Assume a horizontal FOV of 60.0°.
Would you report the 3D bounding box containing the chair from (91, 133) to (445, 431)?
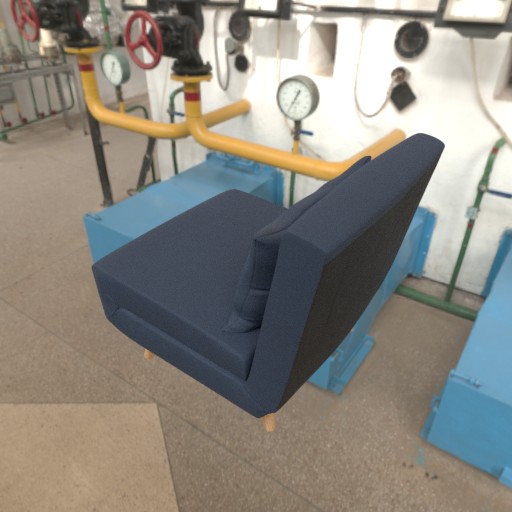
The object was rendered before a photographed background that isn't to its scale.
[{"bbox_3d":[0.000,0.000,1.513,0.900,0.808,0.770,22,39,29],"label":"chair"}]
